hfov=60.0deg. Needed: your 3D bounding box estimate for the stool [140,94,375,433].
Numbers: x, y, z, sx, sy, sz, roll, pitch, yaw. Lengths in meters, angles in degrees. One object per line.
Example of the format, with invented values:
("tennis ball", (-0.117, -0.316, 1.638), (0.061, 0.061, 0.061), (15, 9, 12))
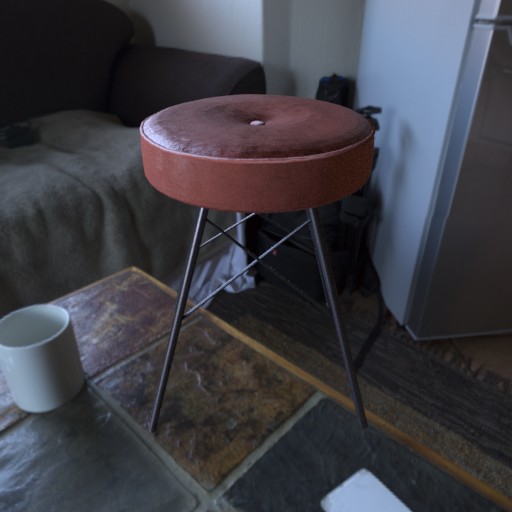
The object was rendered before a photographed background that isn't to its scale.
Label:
("stool", (0.000, 0.000, 0.934), (0.457, 0.593, 0.421), (-1, 31, -1))
